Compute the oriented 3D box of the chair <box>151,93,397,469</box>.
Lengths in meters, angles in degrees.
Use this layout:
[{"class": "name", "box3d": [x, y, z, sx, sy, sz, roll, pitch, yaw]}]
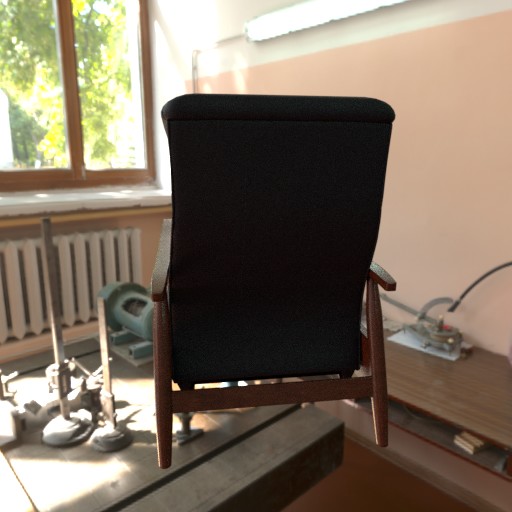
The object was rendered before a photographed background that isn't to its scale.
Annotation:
[{"class": "chair", "box3d": [0.000, 0.000, 1.746, 0.762, 1.082, 1.014, -2, 13, -8]}]
